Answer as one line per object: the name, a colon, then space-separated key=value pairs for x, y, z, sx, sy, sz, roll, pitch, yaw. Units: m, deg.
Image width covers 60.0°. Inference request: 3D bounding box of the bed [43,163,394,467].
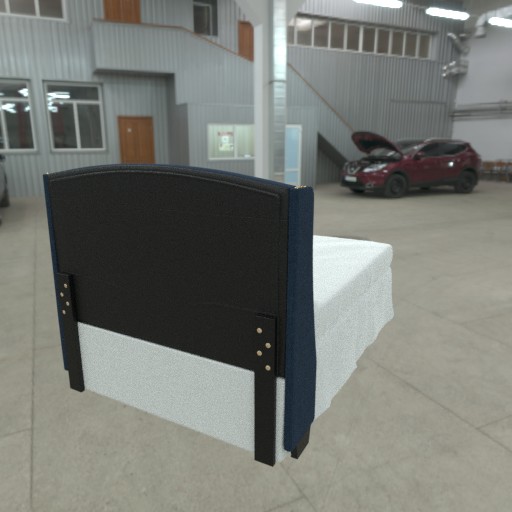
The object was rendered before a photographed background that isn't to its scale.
bed: x=0.000 y=0.000 z=3.209 sx=1.604 sy=1.402 sz=2.223 roll=8 pitch=17 yaw=28
